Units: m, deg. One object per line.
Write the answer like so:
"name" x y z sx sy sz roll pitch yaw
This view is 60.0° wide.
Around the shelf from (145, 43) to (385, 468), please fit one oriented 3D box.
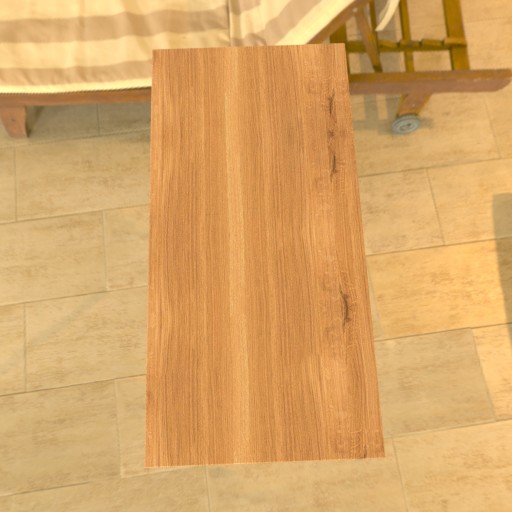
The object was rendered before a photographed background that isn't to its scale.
"shelf" 0.000 0.000 1.020 0.400 0.400 0.800 -2 77 -1
